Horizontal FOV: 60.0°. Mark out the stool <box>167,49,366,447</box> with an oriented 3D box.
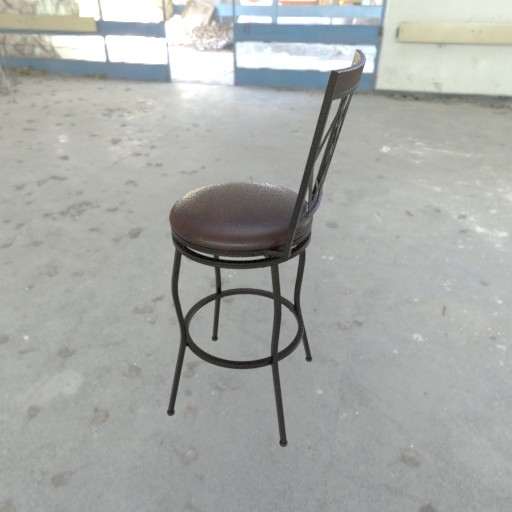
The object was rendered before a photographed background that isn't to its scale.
[{"bbox_3d":[0.000,0.000,1.364,0.521,1.134,0.432,9,32,15],"label":"stool"}]
